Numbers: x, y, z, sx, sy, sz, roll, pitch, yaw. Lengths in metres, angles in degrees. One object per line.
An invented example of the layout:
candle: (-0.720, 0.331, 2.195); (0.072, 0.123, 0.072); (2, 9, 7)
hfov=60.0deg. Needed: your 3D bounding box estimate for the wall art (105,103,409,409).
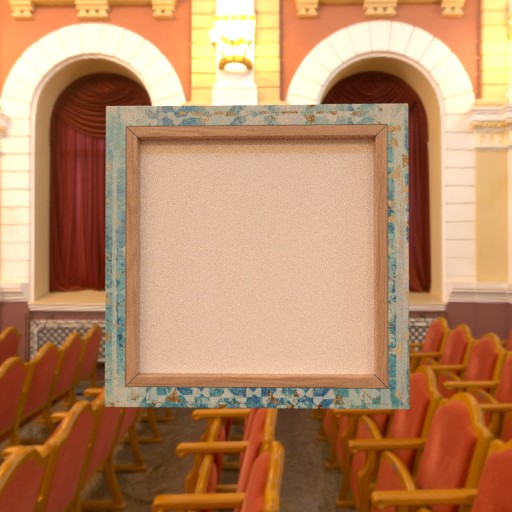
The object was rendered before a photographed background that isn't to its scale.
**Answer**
wall art: (0.000, 0.000, 1.356); (0.916, 0.916, 0.040); (0, -1, 1)
